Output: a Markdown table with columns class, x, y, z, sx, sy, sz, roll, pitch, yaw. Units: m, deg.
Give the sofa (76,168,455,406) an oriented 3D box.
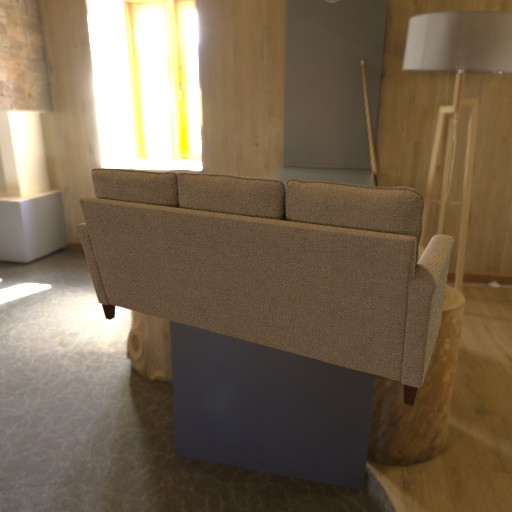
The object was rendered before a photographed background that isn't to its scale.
| class | x | y | z | sx | sy | sz | roll | pitch | yaw |
| --- | --- | --- | --- | --- | --- | --- | --- | --- | --- |
| sofa | 0.000 | 0.000 | 2.440 | 1.925 | 0.959 | 0.828 | 9 | 20 | 27 |
